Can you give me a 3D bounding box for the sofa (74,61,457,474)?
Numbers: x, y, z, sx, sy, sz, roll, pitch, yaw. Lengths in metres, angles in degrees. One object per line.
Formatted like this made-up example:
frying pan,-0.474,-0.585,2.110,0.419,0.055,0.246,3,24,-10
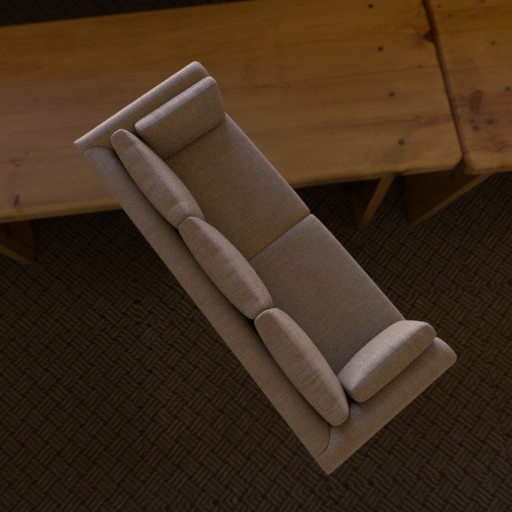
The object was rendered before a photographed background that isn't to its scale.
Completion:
sofa,0.000,0.000,2.882,0.969,0.867,2.415,-38,79,-8
